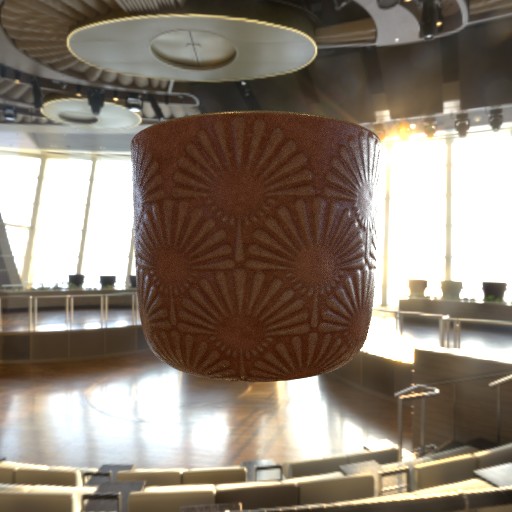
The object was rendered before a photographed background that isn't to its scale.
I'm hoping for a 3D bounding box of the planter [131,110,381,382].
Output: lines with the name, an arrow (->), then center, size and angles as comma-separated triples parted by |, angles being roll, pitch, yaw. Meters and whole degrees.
planter -> 0.000, 0.000, 0.227 | 0.124, 0.109, 0.124 | 0, 0, 0
